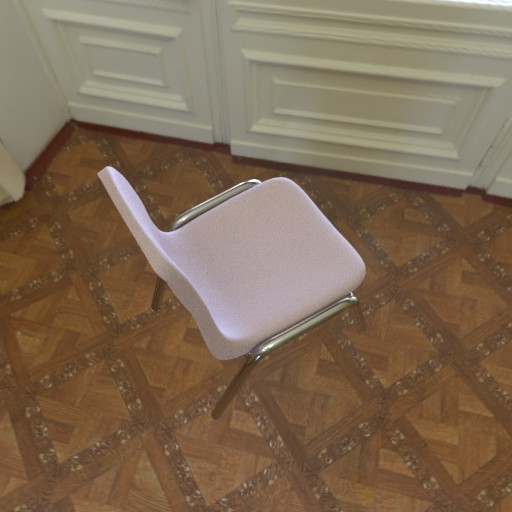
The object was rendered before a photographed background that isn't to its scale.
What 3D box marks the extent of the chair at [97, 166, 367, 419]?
[{"bbox_3d":[0.000,0.000,0.852,0.423,0.586,0.354,-29,64,-16],"label":"chair"}]
